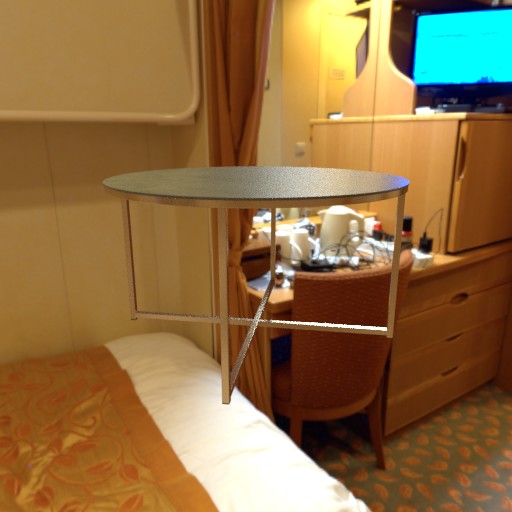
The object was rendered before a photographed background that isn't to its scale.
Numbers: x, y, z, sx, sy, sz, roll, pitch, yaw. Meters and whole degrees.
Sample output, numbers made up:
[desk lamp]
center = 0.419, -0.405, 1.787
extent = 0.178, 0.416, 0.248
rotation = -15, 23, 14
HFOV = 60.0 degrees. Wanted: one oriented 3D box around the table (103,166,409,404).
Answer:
[table]
center = 0.000, 0.000, 1.279
extent = 0.800, 0.450, 0.800
rotation = 0, 16, 0
